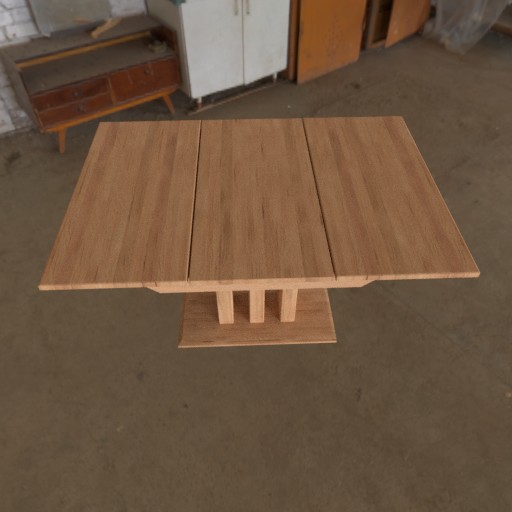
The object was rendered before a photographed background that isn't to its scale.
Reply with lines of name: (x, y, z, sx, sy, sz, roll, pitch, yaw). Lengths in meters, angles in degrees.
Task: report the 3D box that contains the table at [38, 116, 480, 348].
table: (0.000, 0.000, 1.886, 1.300, 0.770, 0.900, -2, 47, -2)
